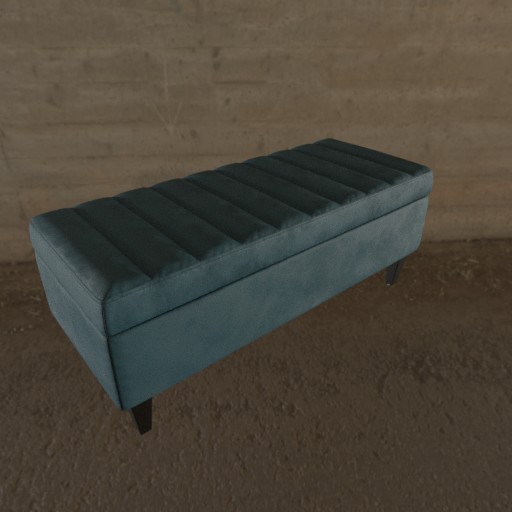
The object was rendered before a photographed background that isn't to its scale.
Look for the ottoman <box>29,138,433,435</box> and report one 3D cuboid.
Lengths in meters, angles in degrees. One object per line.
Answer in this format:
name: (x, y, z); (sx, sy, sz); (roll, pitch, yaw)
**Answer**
ottoman: (0.000, 0.000, 1.393); (1.151, 0.469, 0.482); (-23, 38, -33)
